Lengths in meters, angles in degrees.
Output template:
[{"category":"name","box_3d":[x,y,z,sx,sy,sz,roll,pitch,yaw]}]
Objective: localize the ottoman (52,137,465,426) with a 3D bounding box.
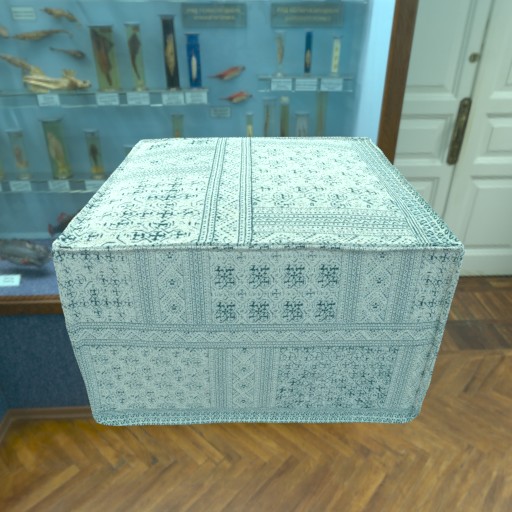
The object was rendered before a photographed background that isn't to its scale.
[{"category":"ottoman","box_3d":[0.000,0.000,1.002,0.617,0.439,0.626,0,29,-1]}]
